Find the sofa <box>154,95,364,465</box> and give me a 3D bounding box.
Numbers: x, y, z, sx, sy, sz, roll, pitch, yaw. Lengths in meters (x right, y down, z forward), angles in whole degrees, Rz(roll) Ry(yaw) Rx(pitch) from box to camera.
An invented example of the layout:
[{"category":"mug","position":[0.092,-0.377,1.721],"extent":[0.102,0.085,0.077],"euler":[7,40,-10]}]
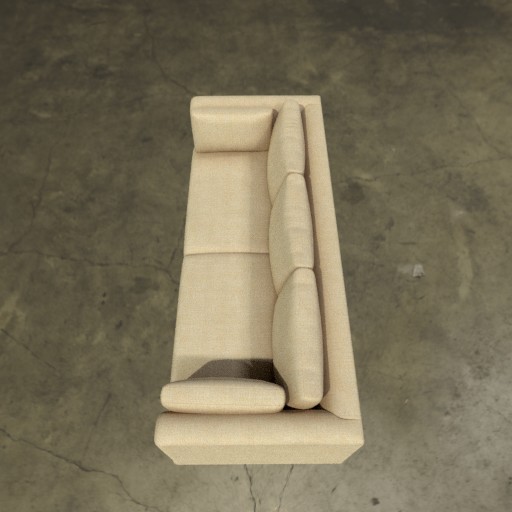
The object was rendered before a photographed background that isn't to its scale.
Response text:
[{"category":"sofa","position":[0.000,0.000,2.904],"extent":[0.969,0.867,2.415],"euler":[0,58,0]}]
